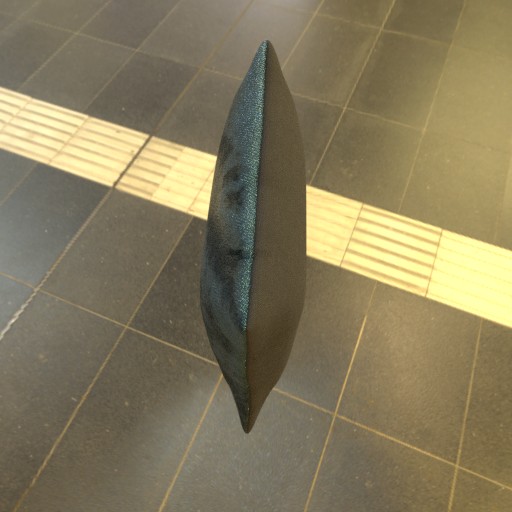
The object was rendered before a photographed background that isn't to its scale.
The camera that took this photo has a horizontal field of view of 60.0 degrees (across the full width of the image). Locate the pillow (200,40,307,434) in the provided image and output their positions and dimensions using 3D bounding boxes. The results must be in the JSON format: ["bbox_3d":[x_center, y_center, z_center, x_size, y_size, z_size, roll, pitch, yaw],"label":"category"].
[{"bbox_3d":[0.000,0.000,0.661,0.138,0.430,0.436,3,59,2],"label":"pillow"}]
